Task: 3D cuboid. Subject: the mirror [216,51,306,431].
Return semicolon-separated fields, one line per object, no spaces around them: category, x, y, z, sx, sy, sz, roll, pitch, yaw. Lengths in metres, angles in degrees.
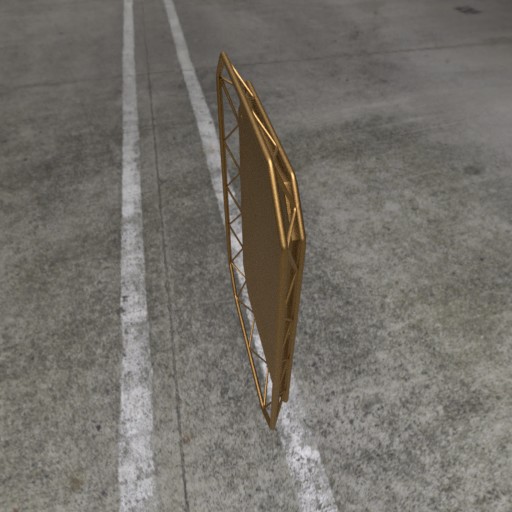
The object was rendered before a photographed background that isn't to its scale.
mirror;0.000;0.000;0.735;0.042;0.566;0.417;-9;47;-9
